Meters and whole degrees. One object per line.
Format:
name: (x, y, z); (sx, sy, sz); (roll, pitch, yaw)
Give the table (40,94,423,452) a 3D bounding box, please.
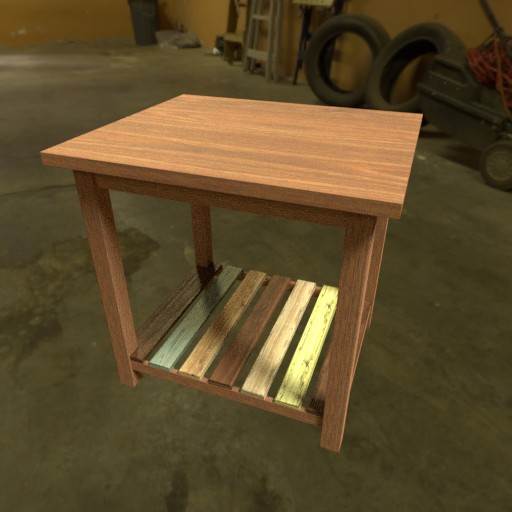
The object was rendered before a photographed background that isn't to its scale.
table: (0.000, 0.000, 1.124); (0.660, 0.635, 0.559); (11, 33, 18)
